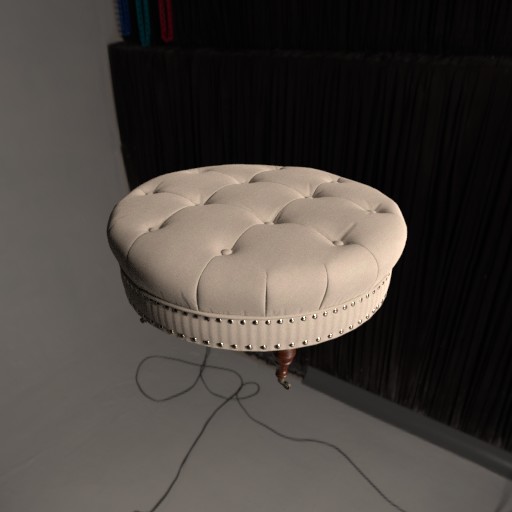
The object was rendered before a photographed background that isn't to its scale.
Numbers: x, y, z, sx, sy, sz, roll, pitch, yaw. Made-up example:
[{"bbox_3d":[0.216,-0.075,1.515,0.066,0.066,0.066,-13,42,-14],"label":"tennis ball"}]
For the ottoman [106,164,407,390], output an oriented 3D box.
[{"bbox_3d":[0.000,0.000,1.448,0.901,0.439,0.901,0,28,0],"label":"ottoman"}]
